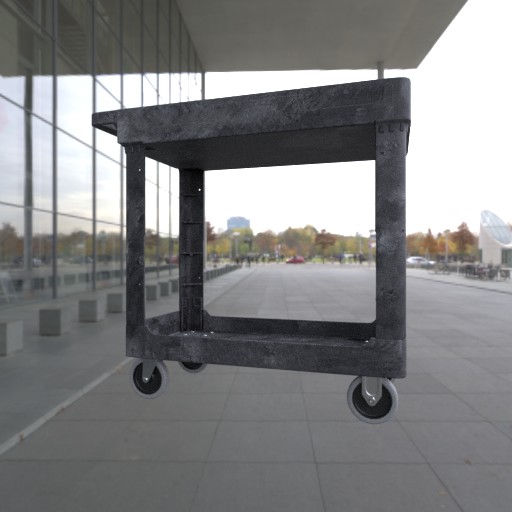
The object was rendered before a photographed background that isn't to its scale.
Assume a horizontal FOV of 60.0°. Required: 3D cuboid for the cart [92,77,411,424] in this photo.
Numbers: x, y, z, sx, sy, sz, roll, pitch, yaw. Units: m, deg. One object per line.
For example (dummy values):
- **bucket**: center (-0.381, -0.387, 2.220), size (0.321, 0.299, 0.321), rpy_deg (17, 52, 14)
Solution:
- **cart**: center (0.000, 0.000, 1.339), size (0.877, 0.824, 0.420), rpy_deg (0, 0, 18)
